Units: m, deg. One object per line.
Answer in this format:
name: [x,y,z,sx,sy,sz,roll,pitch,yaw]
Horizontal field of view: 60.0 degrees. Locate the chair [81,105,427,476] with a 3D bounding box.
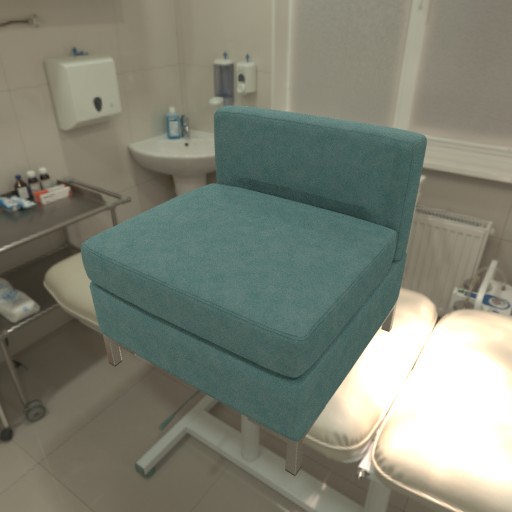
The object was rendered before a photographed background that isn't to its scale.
chair: [0.000,0.000,1.244,0.684,0.660,0.685,19,35,29]
